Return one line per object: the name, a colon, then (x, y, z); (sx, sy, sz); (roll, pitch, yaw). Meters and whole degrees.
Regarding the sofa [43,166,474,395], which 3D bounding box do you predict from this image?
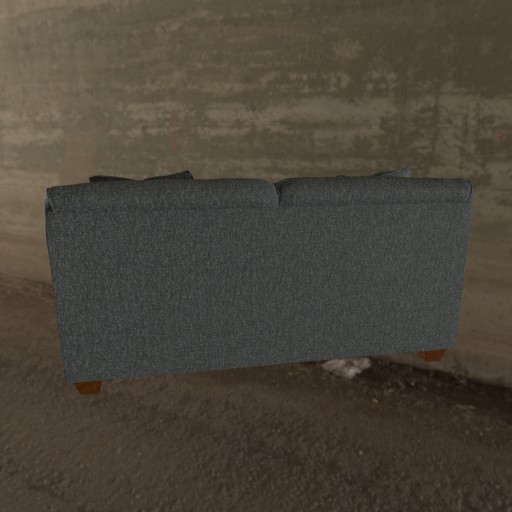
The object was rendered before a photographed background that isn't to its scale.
sofa: (0.000, 0.000, 2.394); (1.846, 0.958, 0.998); (-3, 16, -10)
